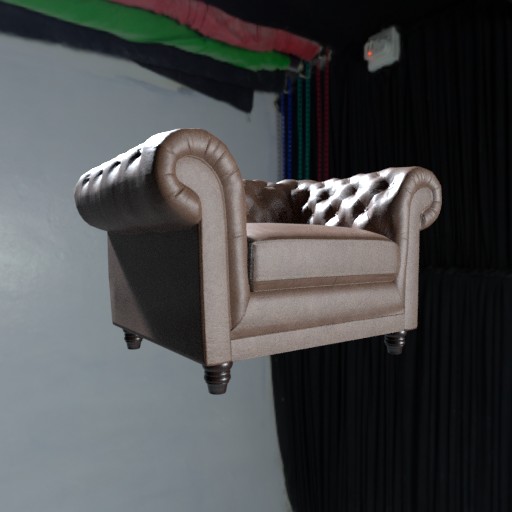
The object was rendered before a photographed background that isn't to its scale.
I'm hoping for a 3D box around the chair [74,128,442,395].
[{"bbox_3d":[0.000,0.000,1.872,1.298,0.784,0.954,-1,2,-36],"label":"chair"}]
